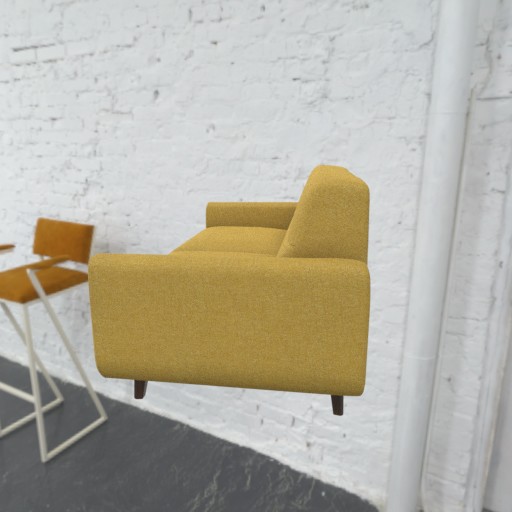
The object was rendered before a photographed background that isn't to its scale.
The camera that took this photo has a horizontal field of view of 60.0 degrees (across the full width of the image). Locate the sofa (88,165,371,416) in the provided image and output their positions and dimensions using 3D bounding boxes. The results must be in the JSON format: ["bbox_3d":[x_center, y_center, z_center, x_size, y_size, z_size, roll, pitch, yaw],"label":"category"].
[{"bbox_3d":[0.000,0.000,2.152,0.909,0.841,1.631,2,13,8],"label":"sofa"}]
